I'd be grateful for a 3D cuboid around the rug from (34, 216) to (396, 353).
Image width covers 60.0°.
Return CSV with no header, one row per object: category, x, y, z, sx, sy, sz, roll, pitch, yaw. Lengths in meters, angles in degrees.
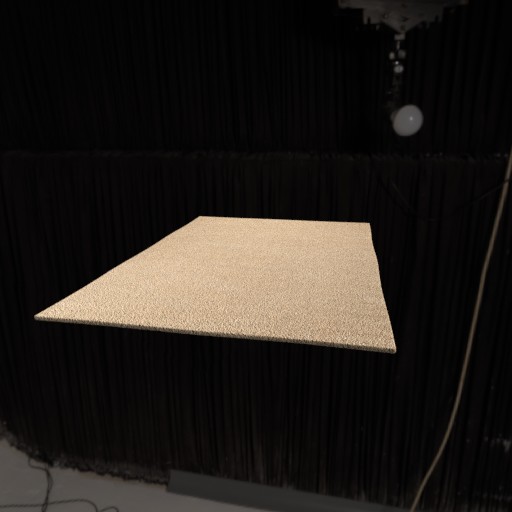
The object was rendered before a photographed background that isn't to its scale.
rug,0.000,0.000,3.394,1.800,0.025,2.699,3,17,11
